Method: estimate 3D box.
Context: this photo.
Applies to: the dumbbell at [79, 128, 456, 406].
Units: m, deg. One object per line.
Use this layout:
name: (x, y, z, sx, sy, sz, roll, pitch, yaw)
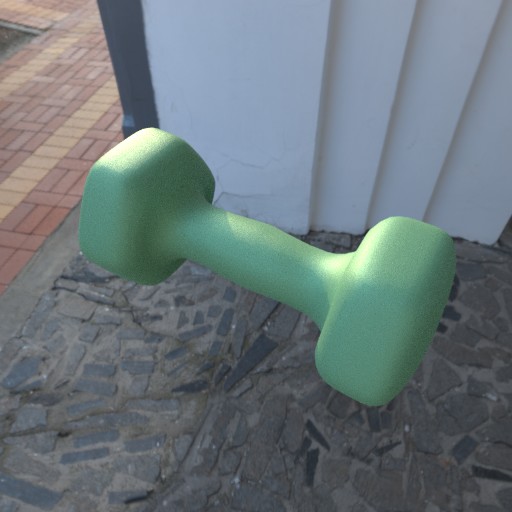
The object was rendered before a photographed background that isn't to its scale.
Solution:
dumbbell: (0.000, 0.000, 0.323, 0.260, 0.117, 0.129, 24, 51, 21)
